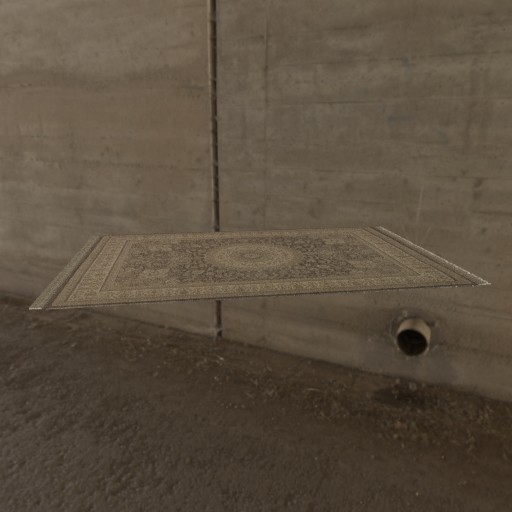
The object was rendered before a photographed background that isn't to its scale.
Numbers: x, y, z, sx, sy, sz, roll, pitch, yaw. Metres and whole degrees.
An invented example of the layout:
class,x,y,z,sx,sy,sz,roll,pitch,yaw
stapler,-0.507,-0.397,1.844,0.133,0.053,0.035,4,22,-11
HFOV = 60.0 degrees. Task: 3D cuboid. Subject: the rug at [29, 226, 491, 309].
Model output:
class,x,y,z,sx,sy,sz,roll,pitch,yaw
rug,0.000,0.000,3.020,2.440,0.010,1.528,-2,16,-8
